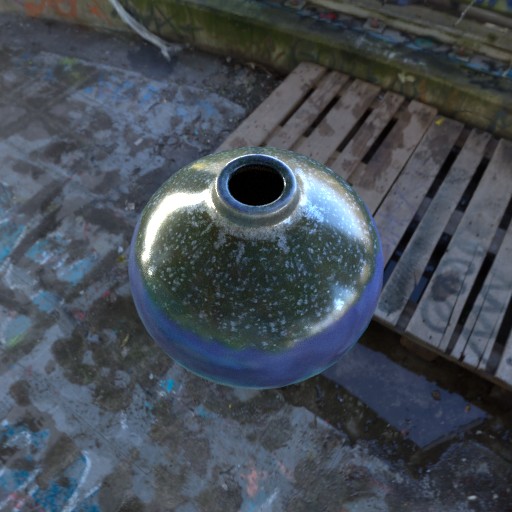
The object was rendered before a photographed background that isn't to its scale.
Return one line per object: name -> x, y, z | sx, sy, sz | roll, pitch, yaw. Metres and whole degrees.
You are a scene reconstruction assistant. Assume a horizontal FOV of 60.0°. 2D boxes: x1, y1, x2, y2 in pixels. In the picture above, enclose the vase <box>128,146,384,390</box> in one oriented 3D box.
vase -> 0.000, 0.000, 0.270 | 0.154, 0.133, 0.154 | 0, 58, 0
